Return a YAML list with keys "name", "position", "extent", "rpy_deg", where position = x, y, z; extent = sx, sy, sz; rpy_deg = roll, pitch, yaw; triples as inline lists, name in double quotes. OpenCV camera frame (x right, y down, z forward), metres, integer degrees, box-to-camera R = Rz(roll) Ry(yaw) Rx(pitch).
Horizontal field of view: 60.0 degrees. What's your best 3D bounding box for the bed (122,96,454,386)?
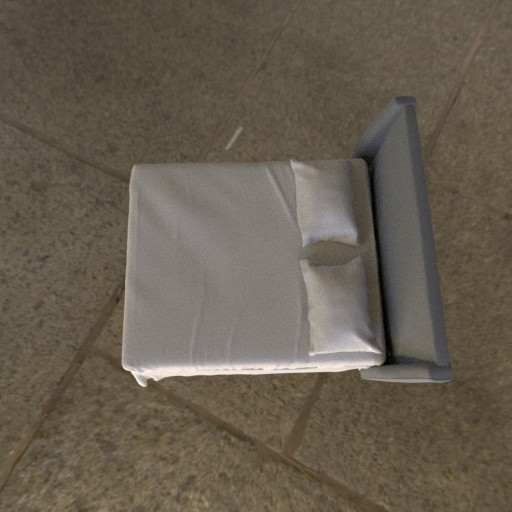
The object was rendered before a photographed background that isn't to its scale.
- name: "bed"
  position: [0.000, 0.000, 3.430]
  extent: [2.276, 1.332, 1.925]
  rpy_deg: [-1, 75, 0]
